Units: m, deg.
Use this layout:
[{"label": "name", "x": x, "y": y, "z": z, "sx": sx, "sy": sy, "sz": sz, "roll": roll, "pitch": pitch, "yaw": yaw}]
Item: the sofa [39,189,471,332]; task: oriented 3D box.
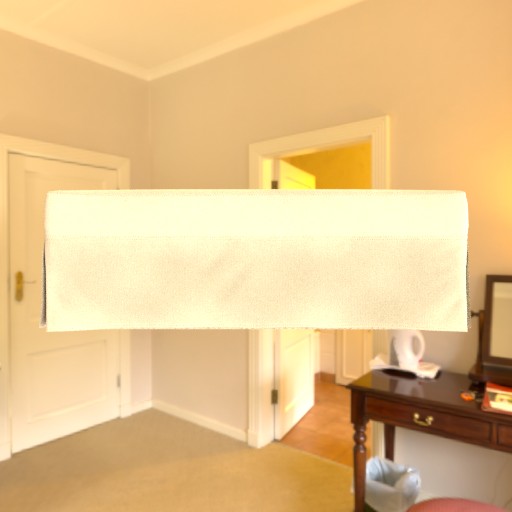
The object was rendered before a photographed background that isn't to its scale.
[{"label": "sofa", "x": 0.000, "y": 0.000, "z": 2.115, "sx": 1.677, "sy": 0.552, "sz": 0.939, "roll": 0, "pitch": 1, "yaw": 0}]
